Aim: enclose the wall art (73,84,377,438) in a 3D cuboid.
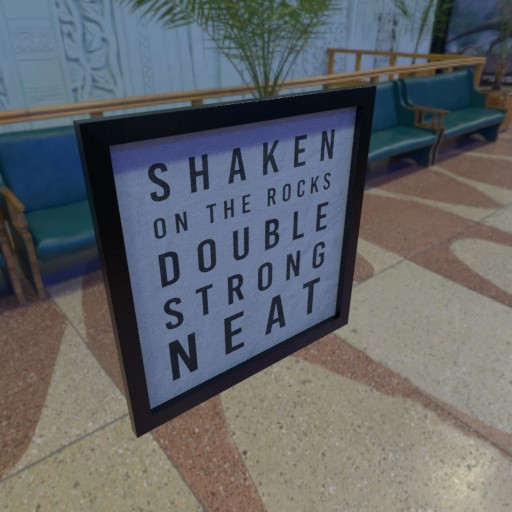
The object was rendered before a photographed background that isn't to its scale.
[{"bbox_3d":[0.000,0.000,0.517,0.349,0.349,0.014,-20,34,-32],"label":"wall art"}]
